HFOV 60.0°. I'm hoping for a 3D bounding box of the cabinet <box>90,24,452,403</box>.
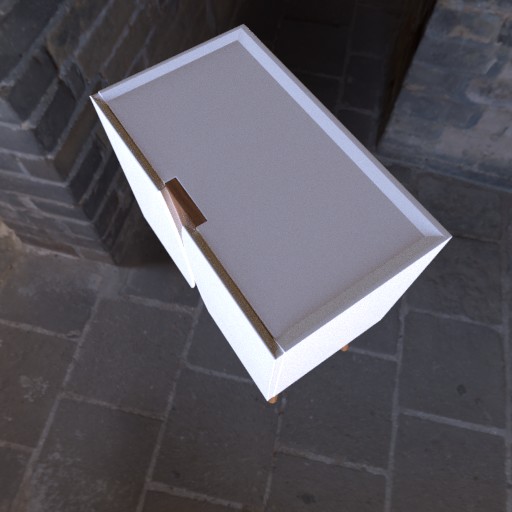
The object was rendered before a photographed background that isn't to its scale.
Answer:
[{"bbox_3d":[0.000,0.000,1.105,0.344,0.772,0.591,-32,69,-14],"label":"cabinet"}]
